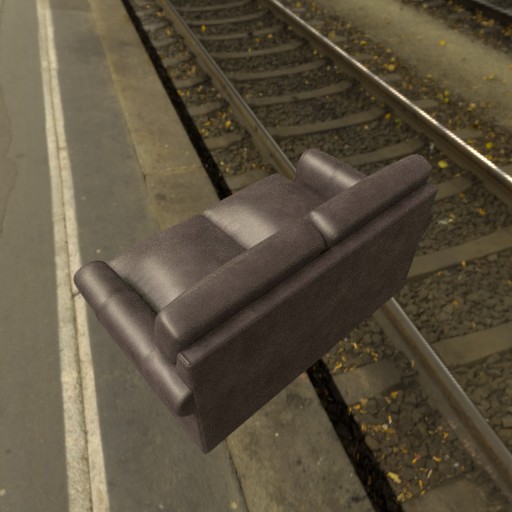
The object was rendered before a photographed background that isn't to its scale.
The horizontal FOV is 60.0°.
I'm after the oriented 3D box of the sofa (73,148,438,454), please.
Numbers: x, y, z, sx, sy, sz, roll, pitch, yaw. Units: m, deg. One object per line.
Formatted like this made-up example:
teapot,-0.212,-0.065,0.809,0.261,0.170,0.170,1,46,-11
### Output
sofa,0.000,0.000,2.343,1.663,0.979,1.030,-32,53,-28
